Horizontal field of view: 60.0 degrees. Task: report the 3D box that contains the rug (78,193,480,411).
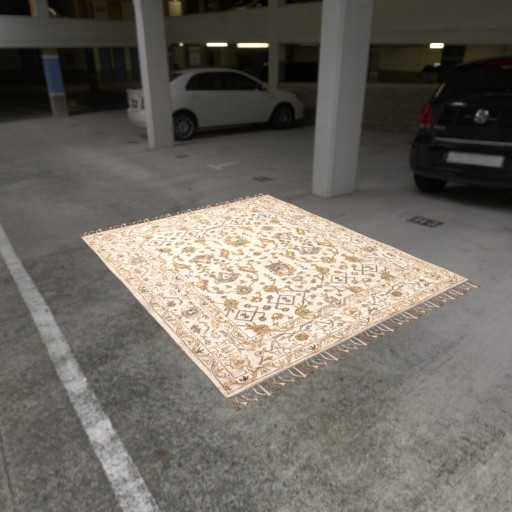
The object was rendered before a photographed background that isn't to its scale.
[{"bbox_3d":[0.000,0.000,4.162,2.426,0.034,3.061,-17,31,-31],"label":"rug"}]
